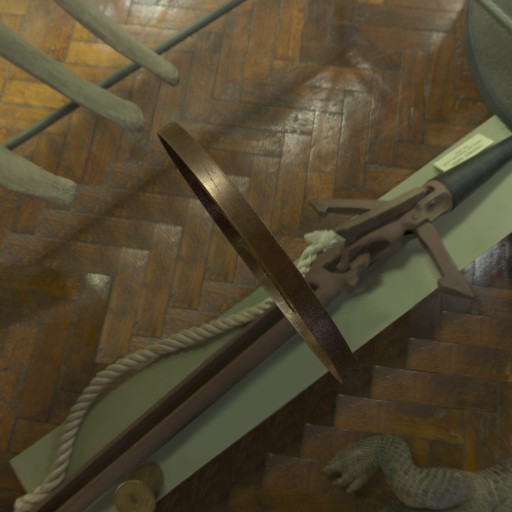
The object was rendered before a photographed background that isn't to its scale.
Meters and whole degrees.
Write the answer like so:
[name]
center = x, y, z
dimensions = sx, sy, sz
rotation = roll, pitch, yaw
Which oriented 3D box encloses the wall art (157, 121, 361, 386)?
[wall art]
center = 0.000, 0.000, 0.865
dimensions = 0.084, 0.583, 0.582
rotation = -36, 78, -8
